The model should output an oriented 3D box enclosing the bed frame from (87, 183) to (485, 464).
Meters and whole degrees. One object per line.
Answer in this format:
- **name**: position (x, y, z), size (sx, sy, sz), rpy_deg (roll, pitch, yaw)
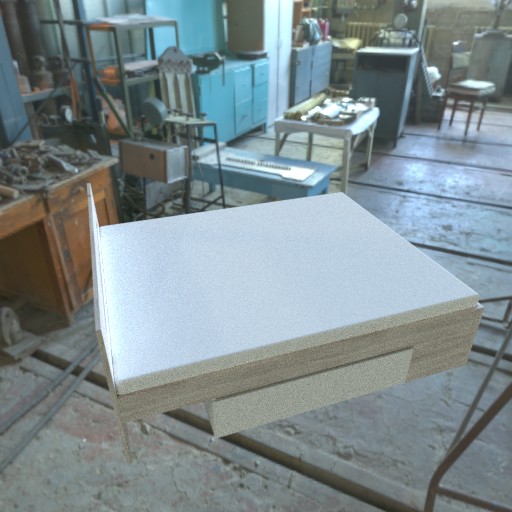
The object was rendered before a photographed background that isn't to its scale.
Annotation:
- **bed frame**: position (0.000, 0.000, 3.078), size (2.050, 0.860, 2.040), rpy_deg (-10, 32, -16)
